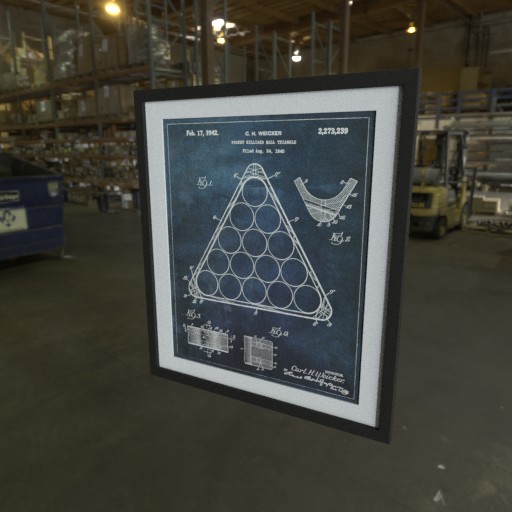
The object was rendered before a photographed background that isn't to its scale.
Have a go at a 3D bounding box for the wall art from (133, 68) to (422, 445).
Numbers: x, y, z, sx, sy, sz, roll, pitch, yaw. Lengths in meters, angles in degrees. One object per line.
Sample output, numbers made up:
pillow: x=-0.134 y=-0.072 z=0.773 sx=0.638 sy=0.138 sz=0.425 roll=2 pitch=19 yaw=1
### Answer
wall art: x=0.000 y=0.000 z=1.168 sx=0.755 sy=0.863 sz=0.028 roll=7 pitch=15 yaw=27
